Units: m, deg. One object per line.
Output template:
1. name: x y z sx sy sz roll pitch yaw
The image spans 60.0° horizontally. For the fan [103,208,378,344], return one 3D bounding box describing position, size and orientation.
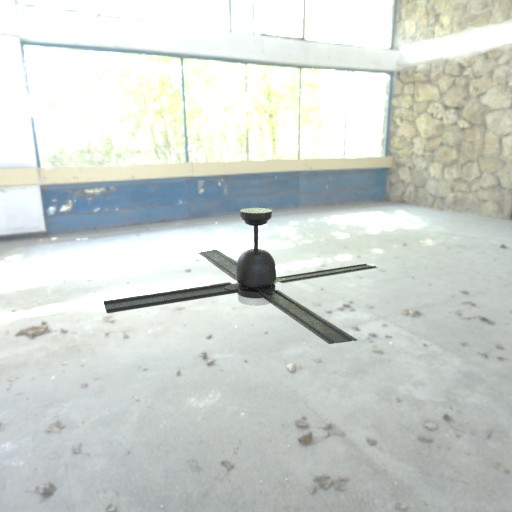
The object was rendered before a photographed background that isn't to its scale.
1. fan: 0.000 0.000 1.981 1.319 0.410 1.319 -8 17 -26
